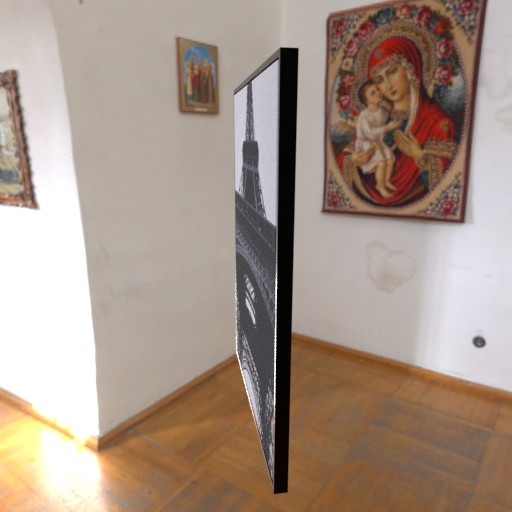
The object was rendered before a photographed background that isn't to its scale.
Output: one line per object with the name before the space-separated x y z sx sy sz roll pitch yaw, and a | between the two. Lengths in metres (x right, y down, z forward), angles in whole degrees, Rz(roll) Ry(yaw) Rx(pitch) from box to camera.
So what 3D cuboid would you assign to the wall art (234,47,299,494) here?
wall art | 0.000 0.000 1.396 0.040 1.062 0.805 -2 15 -9
